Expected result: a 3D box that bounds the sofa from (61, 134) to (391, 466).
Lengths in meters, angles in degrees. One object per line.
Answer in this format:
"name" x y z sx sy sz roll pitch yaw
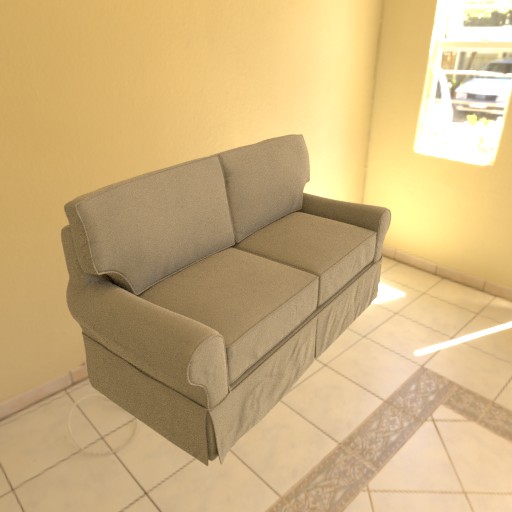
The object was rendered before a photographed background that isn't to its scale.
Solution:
"sofa" 0.000 0.000 2.362 0.841 1.024 1.823 18 31 33
